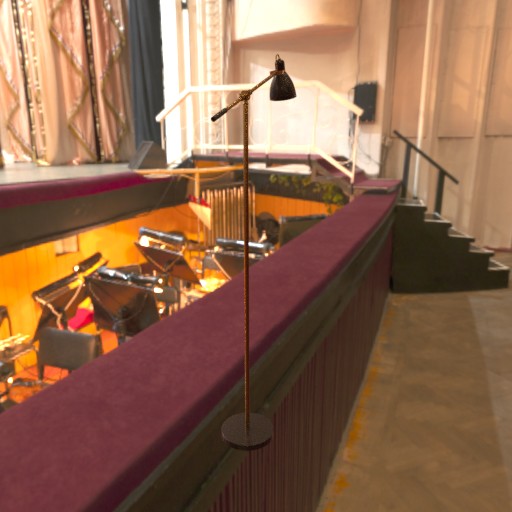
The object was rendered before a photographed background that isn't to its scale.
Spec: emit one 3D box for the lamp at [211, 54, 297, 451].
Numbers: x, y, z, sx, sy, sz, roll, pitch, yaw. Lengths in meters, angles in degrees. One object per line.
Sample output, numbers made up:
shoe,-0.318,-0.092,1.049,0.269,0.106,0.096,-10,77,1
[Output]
lamp,0.000,0.000,1.872,0.235,1.628,0.618,8,17,27
